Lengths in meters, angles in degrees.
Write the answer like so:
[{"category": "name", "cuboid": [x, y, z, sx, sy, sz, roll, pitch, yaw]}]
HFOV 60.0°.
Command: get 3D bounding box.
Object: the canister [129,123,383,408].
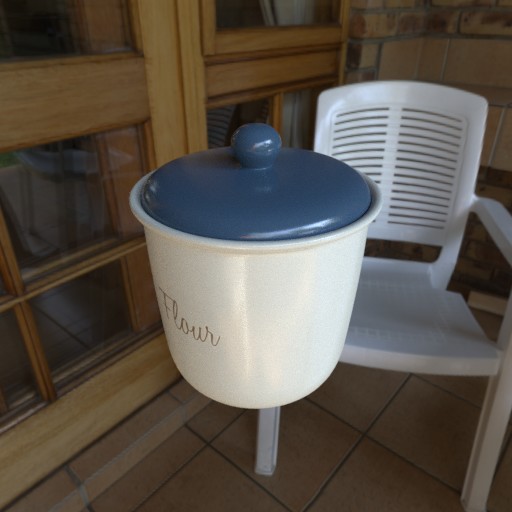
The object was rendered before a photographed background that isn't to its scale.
[{"category": "canister", "cuboid": [0.000, 0.000, 0.355, 0.182, 0.208, 0.182, 0, 30, 0]}]
